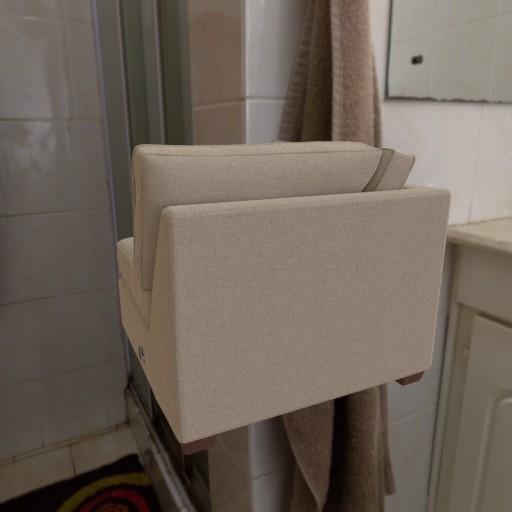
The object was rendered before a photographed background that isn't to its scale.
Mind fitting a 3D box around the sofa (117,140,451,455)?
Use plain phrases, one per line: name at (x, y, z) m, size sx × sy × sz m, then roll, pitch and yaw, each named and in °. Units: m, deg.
sofa at (0.000, 0.000, 1.985) m, size 1.146 × 1.002 × 1.084 m, roll -8°, pitch 17°, yaw -25°
